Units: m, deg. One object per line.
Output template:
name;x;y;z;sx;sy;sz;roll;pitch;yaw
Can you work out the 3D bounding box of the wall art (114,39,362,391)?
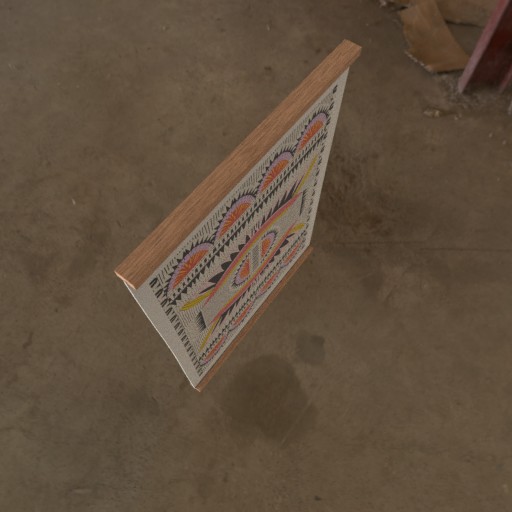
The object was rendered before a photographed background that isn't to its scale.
wall art;0.000;0.000;0.812;0.028;0.609;0.456;34;68;16
